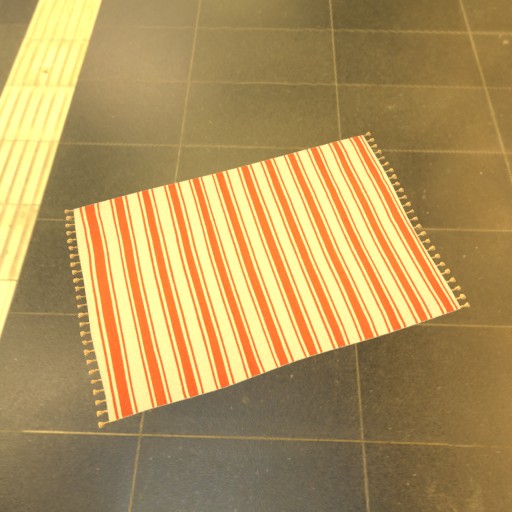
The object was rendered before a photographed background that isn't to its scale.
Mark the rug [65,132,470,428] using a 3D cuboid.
[{"bbox_3d":[0.000,0.000,3.033,2.433,0.022,1.556,-16,64,-8],"label":"rug"}]
